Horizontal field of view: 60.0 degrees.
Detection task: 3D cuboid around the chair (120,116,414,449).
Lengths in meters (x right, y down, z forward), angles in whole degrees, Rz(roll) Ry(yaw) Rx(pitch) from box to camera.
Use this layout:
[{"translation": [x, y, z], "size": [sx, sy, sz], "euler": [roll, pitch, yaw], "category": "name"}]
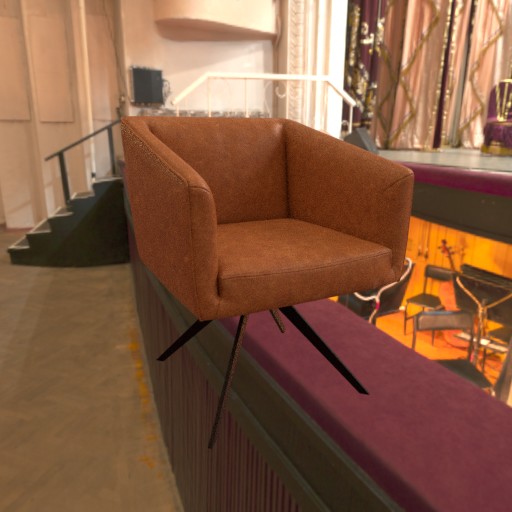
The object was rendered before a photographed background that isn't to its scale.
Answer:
[{"translation": [0.000, 0.000, 1.247], "size": [0.588, 0.760, 0.625], "euler": [-8, 18, -26], "category": "chair"}]
